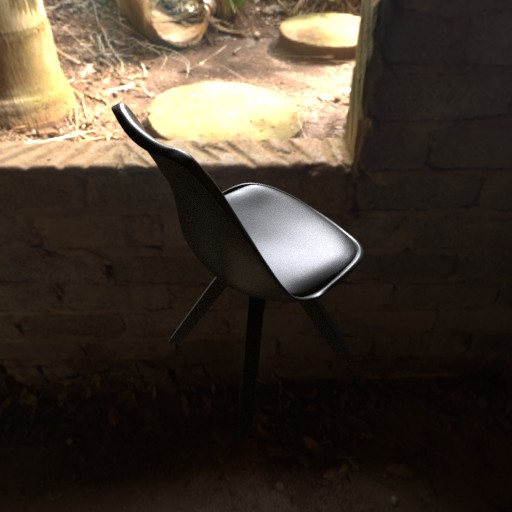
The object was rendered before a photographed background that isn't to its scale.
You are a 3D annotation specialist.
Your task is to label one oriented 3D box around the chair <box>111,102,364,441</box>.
[{"bbox_3d":[0.000,0.000,1.163,0.530,0.850,0.485,-25,47,-26],"label":"chair"}]
